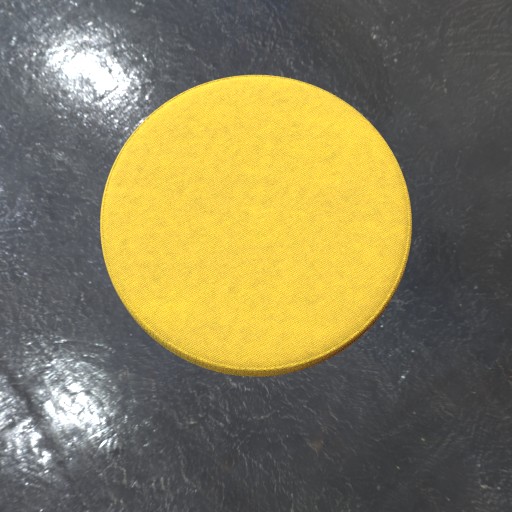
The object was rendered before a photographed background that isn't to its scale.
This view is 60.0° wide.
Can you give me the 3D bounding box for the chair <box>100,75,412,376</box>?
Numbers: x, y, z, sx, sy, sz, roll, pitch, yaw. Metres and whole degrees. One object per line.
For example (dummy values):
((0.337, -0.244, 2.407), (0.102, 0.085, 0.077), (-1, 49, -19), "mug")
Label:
((0.000, 0.000, 0.686), (0.345, 0.455, 0.345), (-36, 80, -8), "chair")
